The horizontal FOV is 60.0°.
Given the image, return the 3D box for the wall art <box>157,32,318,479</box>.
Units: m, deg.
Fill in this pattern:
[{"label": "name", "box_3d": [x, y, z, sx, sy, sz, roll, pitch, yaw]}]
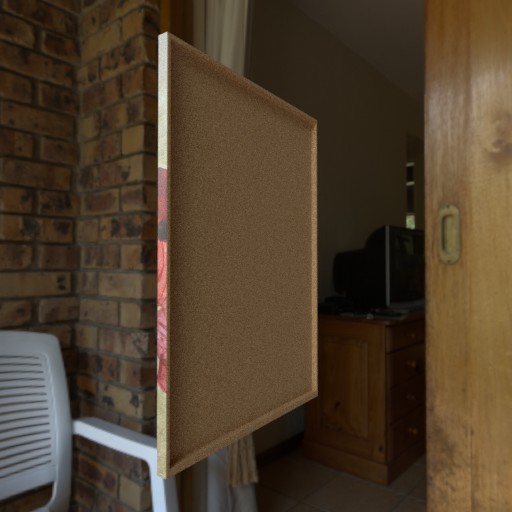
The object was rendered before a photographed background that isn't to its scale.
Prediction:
[{"label": "wall art", "box_3d": [0.000, 0.000, 1.326, 0.031, 1.015, 0.762, -1, -1, 34]}]
